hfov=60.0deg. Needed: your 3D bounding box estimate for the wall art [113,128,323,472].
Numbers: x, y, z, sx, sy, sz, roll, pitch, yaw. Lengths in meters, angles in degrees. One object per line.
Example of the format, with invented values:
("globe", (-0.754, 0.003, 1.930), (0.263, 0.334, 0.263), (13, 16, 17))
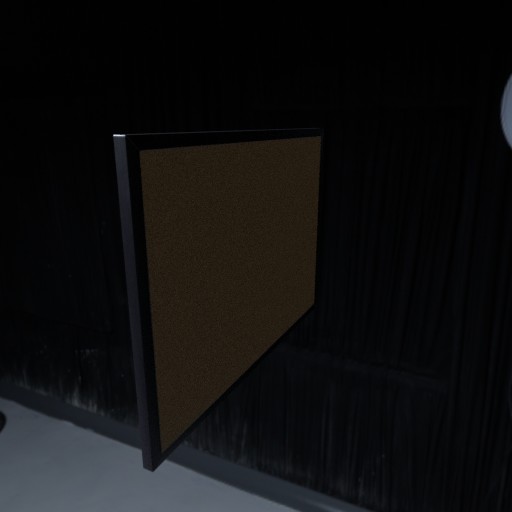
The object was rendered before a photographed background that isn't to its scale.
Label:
("wall art", (0.000, 0.000, 0.562), (0.013, 0.306, 0.440), (9, 19, 26))
